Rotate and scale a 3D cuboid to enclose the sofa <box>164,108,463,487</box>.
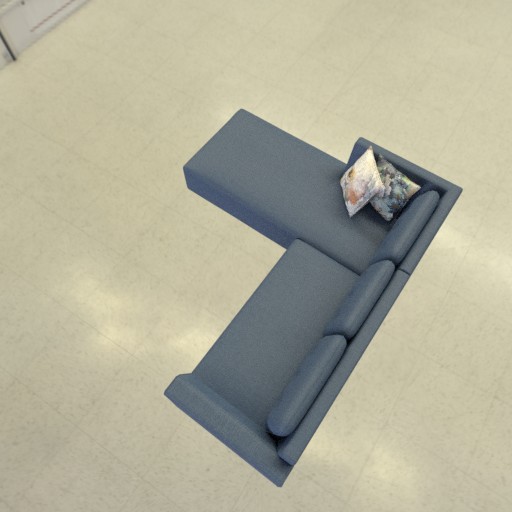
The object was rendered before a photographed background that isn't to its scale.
[{"bbox_3d":[0.000,0.000,3.012,1.829,0.787,2.120,32,67,15],"label":"sofa"}]
